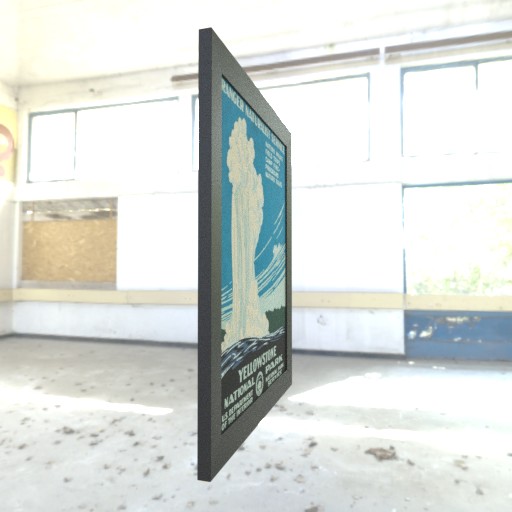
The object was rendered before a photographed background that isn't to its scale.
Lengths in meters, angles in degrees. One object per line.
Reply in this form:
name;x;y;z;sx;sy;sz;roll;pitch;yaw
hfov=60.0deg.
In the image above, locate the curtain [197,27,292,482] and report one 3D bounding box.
curtain;0.000;0.000;0.805;0.027;0.585;0.483;0;-1;17
